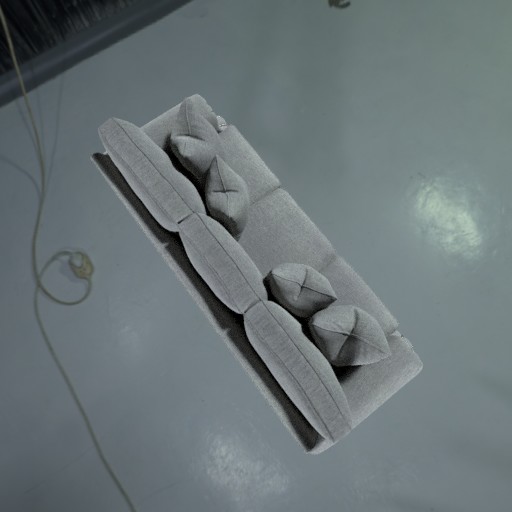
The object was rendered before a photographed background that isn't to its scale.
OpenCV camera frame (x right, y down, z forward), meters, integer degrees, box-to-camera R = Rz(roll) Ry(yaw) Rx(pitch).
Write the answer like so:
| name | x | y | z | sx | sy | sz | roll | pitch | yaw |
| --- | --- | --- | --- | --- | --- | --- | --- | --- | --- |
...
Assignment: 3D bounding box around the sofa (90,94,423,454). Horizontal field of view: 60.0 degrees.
| name | x | y | z | sx | sy | sz | roll | pitch | yaw |
| --- | --- | --- | --- | --- | --- | --- | --- | --- | --- |
| sofa | 0.000 | 0.000 | 2.853 | 0.965 | 0.975 | 2.312 | -36 | 78 | -9 |
